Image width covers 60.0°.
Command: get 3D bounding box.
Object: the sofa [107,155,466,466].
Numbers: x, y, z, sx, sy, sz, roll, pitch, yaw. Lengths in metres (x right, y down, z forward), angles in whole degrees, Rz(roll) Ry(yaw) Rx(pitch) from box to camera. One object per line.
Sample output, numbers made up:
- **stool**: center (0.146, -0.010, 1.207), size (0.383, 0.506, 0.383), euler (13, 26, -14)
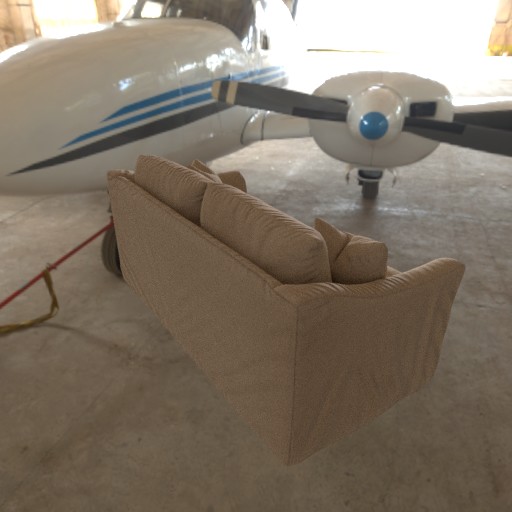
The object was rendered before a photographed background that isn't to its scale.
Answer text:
- **sofa**: center (0.000, 0.000, 2.631), size (1.072, 1.018, 2.010), euler (-17, 32, -31)
